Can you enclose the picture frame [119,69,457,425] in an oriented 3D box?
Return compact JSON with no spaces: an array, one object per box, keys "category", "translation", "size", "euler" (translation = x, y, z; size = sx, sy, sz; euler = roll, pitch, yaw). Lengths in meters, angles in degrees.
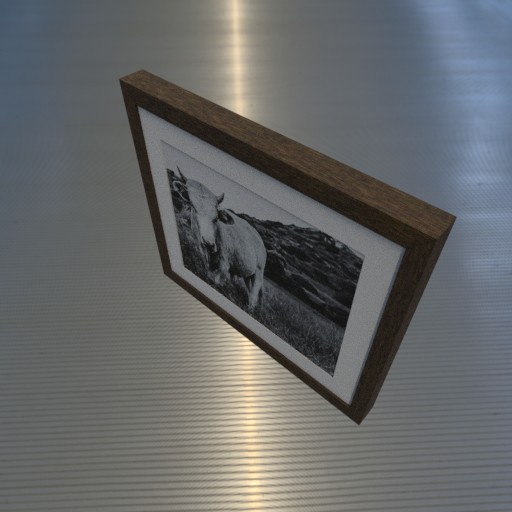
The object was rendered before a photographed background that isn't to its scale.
[{"category":"picture frame","translation":[0.000,0.000,0.533],"size":[0.378,0.330,0.033],"euler":[33,55,27]}]
